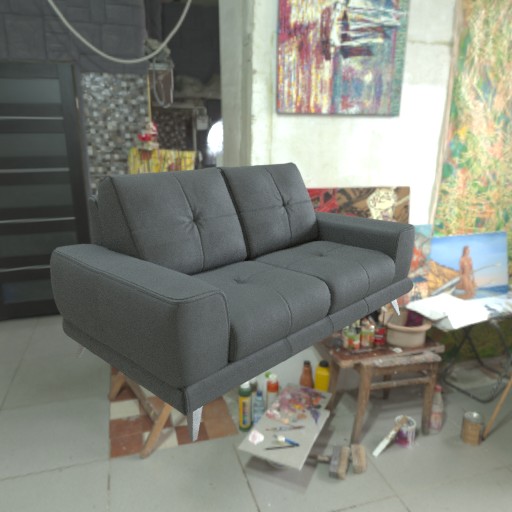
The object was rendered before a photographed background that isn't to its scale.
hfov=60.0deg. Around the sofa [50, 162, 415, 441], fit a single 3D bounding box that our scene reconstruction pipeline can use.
[{"bbox_3d":[0.000,0.000,2.368,1.018,0.907,1.806,14,21,42],"label":"sofa"}]
